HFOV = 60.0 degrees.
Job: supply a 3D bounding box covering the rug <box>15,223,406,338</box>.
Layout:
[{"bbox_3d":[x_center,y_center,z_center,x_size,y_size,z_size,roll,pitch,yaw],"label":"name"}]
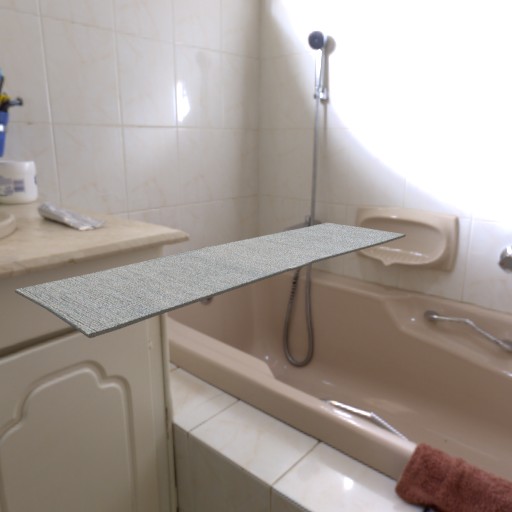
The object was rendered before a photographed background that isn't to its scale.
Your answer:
[{"bbox_3d":[0.000,0.000,2.528,0.675,0.037,2.341,14,20,42],"label":"rug"}]
